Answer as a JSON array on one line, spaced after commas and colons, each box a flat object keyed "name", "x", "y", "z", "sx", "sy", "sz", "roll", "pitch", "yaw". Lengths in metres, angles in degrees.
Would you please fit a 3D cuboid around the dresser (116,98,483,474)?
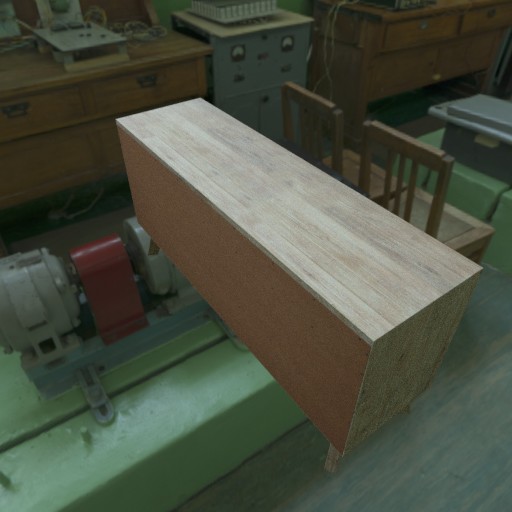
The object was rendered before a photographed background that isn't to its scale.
[{"name": "dresser", "x": 0.000, "y": 0.000, "z": 1.918, "sx": 0.455, "sy": 0.788, "sz": 1.602, "roll": -25, "pitch": 46, "yaw": -26}]
